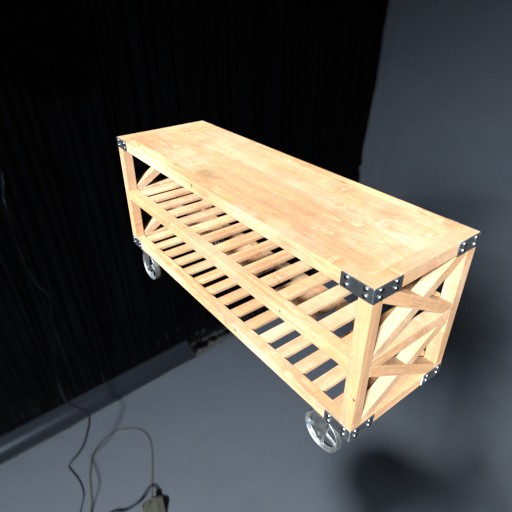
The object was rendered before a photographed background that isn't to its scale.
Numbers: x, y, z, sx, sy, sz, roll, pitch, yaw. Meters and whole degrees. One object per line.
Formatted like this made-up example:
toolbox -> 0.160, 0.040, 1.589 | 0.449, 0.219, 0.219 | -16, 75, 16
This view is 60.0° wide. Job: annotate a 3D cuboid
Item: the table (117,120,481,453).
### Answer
table -> 0.000, 0.000, 1.802 | 0.467, 0.711, 1.487 | -22, 38, -31
